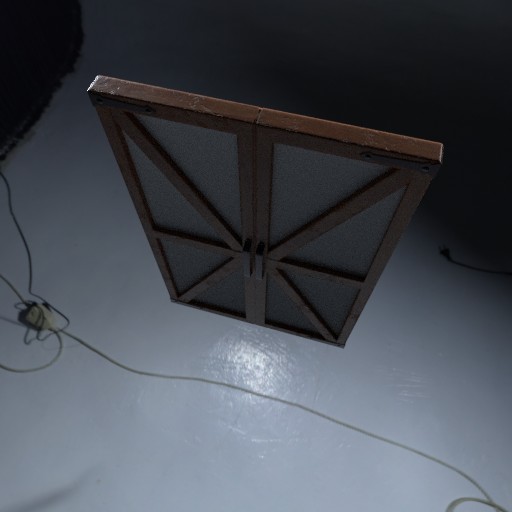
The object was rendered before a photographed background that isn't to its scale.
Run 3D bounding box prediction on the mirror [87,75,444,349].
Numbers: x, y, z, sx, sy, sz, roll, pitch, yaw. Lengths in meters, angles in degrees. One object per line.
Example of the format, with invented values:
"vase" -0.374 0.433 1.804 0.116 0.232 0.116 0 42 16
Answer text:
"mirror" 0.000 0.000 0.951 0.517 0.761 0.053 14 61 8
